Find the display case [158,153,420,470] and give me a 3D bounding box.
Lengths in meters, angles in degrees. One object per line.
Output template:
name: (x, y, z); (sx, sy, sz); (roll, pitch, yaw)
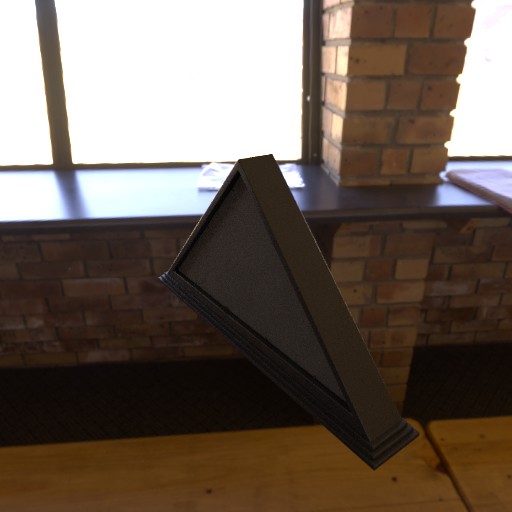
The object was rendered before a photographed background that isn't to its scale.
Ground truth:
display case: (0.000, 0.000, 0.754); (0.095, 0.340, 0.640); (-17, 30, -32)
